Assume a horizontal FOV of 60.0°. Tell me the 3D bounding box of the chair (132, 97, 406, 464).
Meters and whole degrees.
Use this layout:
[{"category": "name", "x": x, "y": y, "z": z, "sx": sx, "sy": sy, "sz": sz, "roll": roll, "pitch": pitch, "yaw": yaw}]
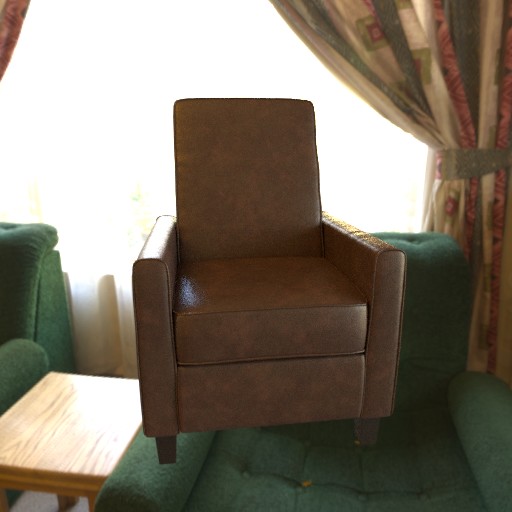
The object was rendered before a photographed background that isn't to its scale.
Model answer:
[{"category": "chair", "x": 0.000, "y": 0.000, "z": 1.455, "sx": 0.705, "sy": 1.013, "sz": 0.746, "roll": -2, "pitch": 17, "yaw": -7}]
